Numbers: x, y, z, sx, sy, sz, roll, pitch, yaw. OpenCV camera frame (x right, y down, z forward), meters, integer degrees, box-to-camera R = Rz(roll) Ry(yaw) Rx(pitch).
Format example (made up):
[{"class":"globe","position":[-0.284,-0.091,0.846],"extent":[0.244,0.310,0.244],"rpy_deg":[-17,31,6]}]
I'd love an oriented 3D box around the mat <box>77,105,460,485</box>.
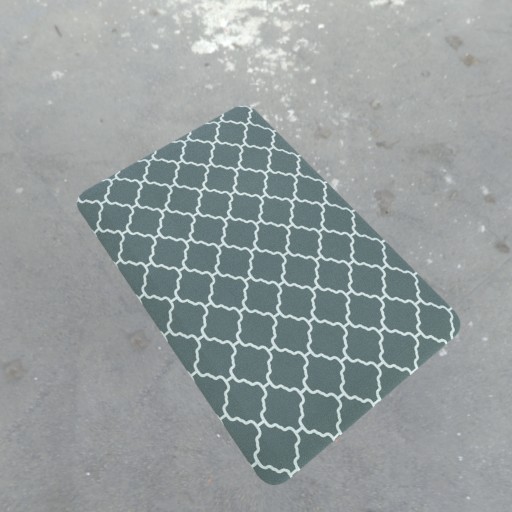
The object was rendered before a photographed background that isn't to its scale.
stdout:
[{"class":"mat","position":[0.000,0.000,0.961],"extent":[0.508,0.021,0.762],"rpy_deg":[-34,69,-15]}]
